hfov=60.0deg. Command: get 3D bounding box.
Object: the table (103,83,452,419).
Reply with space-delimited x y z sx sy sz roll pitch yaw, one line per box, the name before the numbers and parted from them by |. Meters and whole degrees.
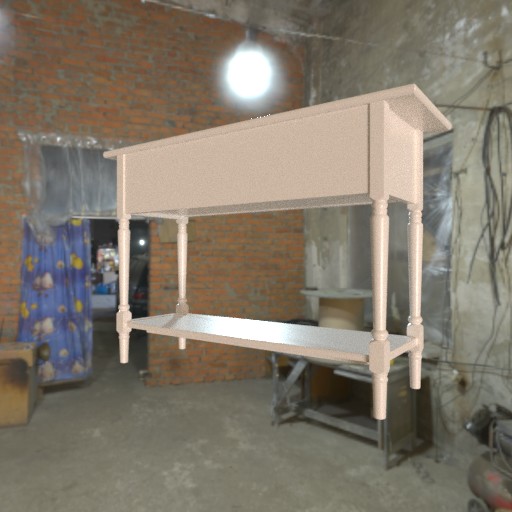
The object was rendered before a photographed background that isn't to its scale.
table | 0.000 0.000 1.539 1.191 0.814 0.386 0 0 35
